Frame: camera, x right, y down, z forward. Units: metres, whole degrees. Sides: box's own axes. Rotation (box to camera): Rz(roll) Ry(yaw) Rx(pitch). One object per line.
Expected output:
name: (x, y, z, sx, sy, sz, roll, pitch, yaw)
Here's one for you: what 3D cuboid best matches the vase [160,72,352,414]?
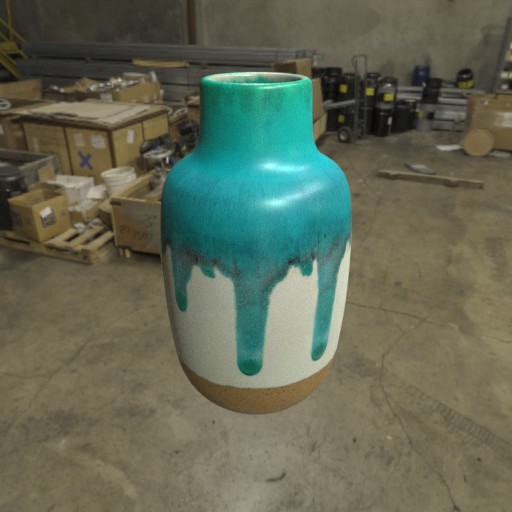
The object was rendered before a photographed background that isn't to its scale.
vase: (0.000, 0.000, 0.255, 0.106, 0.192, 0.106, 0, 28, 0)
